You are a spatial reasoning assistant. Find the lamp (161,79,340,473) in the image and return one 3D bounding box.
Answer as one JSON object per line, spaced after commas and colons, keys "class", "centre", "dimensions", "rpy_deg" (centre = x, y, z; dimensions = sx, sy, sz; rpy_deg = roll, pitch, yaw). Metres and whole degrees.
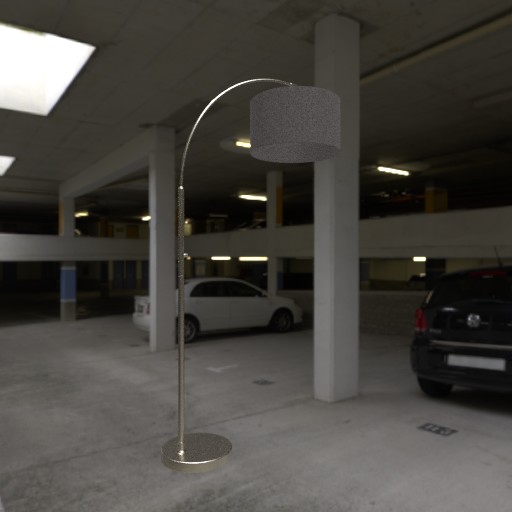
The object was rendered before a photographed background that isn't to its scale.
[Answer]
{"class": "lamp", "centre": [0.000, 0.000, 2.104], "dimensions": [0.934, 1.735, 0.452], "rpy_deg": [0, 0, -35]}
